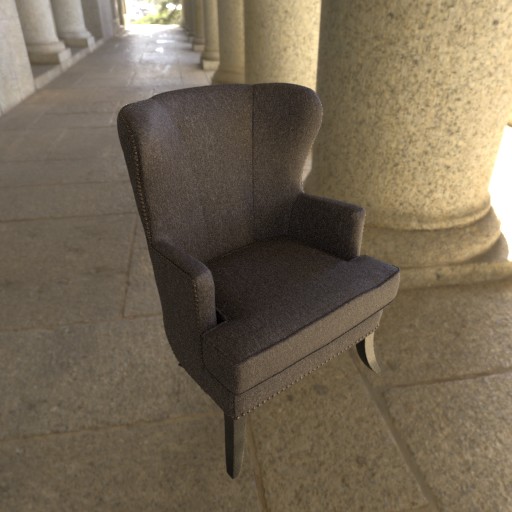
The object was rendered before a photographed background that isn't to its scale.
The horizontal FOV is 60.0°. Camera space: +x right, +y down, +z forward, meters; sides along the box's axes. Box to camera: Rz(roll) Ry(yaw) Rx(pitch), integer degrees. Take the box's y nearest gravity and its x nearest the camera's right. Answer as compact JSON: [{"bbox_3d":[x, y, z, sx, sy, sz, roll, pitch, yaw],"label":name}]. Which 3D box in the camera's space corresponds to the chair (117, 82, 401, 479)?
[{"bbox_3d":[0.000,0.000,1.589,0.759,1.060,0.758,-22,37,-33],"label":"chair"}]
